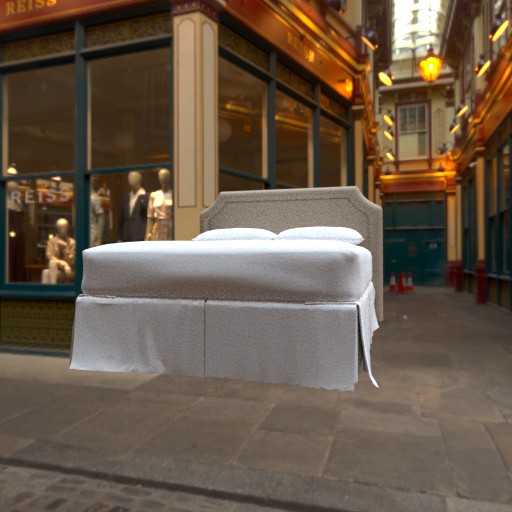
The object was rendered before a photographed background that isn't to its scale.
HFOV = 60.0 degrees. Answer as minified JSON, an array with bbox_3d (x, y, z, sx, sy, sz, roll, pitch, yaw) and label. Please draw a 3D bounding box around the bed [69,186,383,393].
[{"bbox_3d":[0.000,0.000,3.348,1.828,1.301,2.204,0,0,17],"label":"bed"}]
